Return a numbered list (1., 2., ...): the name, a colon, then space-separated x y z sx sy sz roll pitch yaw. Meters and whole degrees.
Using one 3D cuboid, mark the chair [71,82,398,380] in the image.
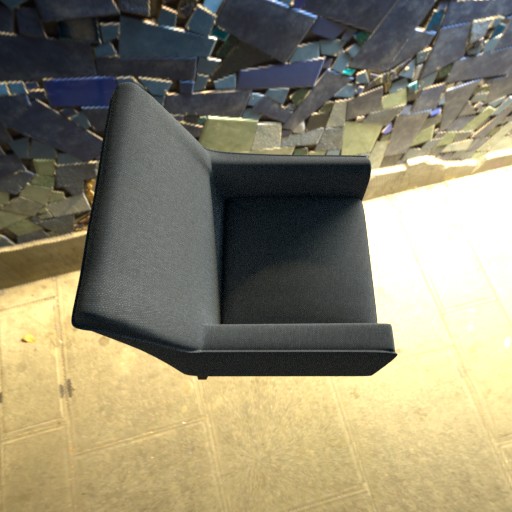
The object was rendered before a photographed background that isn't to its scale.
1. chair: 0.000 0.000 1.613 0.899 0.919 0.780 0 65 0
